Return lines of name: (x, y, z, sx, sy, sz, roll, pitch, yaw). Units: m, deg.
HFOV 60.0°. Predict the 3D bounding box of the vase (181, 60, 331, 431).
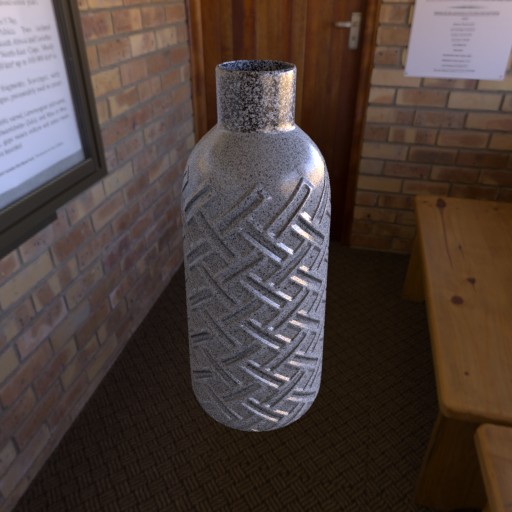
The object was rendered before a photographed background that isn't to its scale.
vase: (0.000, 0.000, 0.354, 0.122, 0.282, 0.122, 0, 31, 0)
